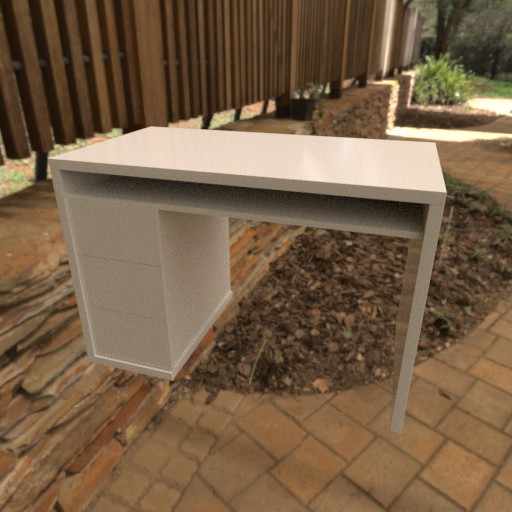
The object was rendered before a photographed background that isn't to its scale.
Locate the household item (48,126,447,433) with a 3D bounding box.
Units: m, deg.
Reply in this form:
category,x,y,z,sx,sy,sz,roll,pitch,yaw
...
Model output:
category,x,y,z,sx,sy,sz,roll,pitch,yaw
household item,0.000,0.000,1.574,1.100,0.749,0.597,8,26,16
